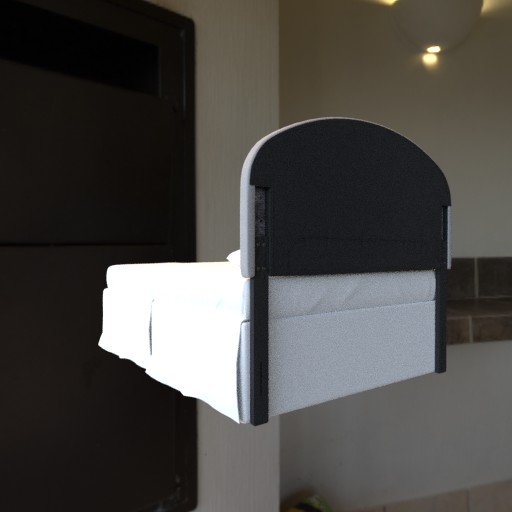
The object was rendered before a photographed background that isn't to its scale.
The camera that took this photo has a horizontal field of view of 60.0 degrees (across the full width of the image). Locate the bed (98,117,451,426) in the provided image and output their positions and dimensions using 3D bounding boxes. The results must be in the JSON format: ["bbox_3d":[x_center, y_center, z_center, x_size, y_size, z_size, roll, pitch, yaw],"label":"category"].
[{"bbox_3d":[0.000,0.000,3.086,1.607,1.410,2.005,-1,1,-36],"label":"bed"}]
